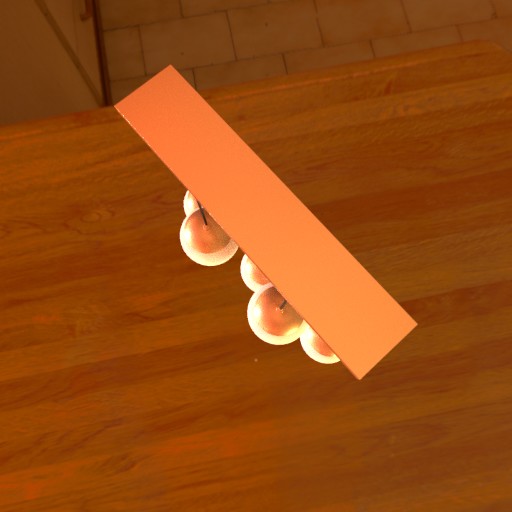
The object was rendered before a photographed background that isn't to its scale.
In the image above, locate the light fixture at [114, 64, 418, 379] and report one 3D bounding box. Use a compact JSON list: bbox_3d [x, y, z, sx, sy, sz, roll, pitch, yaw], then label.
[{"bbox_3d":[0.000,0.000,1.329,0.299,0.869,0.863,-40,80,-9],"label":"light fixture"}]
